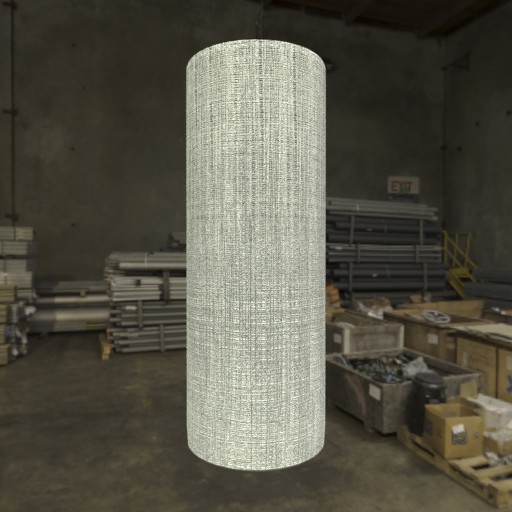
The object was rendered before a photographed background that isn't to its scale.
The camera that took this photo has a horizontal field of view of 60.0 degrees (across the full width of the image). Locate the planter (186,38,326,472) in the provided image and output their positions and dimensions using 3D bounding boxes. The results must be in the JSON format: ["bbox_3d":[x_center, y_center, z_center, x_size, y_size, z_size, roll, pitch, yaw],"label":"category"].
[{"bbox_3d":[0.000,0.000,0.323,0.100,0.270,0.100,0,1,-18],"label":"planter"}]
